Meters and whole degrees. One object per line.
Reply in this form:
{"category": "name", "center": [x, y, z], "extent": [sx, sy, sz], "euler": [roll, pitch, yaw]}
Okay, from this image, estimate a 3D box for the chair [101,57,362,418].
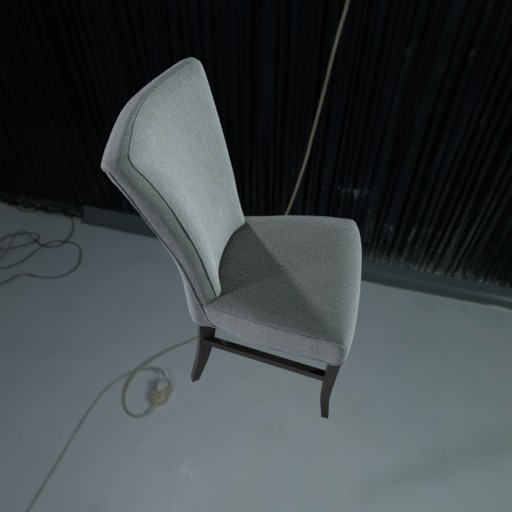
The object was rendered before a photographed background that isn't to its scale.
{"category": "chair", "center": [0.000, 0.000, 1.376], "extent": [0.660, 0.991, 0.520], "euler": [9, 47, 8]}
